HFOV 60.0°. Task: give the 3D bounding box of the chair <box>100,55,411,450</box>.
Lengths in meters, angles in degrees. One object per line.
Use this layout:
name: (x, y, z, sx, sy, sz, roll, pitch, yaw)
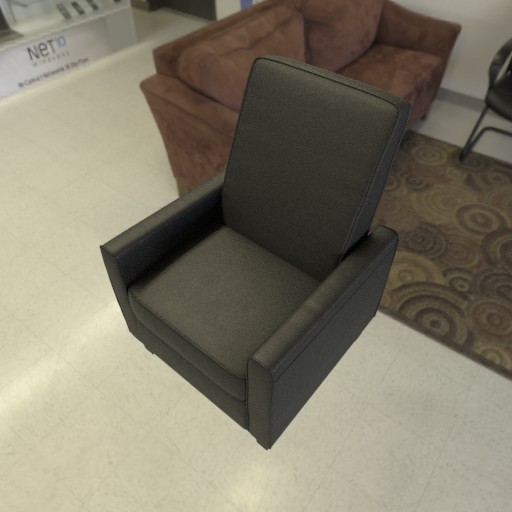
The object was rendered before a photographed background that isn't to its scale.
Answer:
chair: (0.000, 0.000, 1.480, 0.705, 1.013, 0.746, 31, 54, 26)
